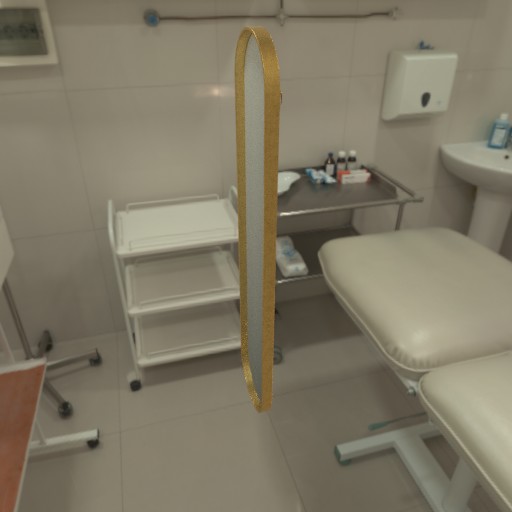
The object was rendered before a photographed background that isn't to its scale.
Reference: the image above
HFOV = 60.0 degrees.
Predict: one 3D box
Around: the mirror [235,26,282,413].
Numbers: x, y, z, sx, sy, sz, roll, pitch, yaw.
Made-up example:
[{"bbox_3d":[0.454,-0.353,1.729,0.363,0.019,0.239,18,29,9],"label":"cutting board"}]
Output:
[{"bbox_3d":[0.000,0.000,1.075,0.032,0.991,0.222,-9,32,-14],"label":"mirror"}]
